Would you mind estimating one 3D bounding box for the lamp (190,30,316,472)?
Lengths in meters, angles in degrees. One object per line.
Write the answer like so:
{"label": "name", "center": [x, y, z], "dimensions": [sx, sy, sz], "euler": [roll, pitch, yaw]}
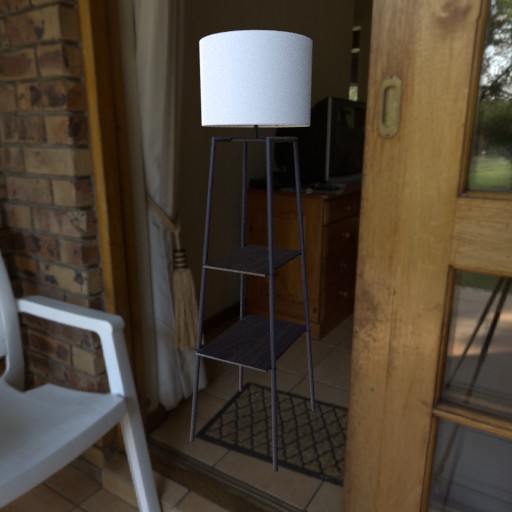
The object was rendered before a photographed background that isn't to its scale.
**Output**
{"label": "lamp", "center": [0.000, 0.000, 1.673], "dimensions": [0.384, 1.474, 0.427], "euler": [7, 17, 26]}
